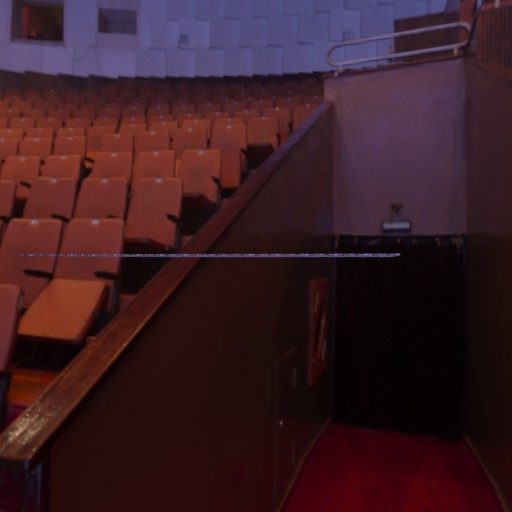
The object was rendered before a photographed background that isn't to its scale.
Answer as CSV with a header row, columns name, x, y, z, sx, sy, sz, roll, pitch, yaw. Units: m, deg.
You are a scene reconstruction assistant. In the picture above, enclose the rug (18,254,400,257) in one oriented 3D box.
name,x,y,z,sx,sy,sz,roll,pitch,yaw
rug,0.000,0.000,4.076,2.437,0.010,3.056,0,0,16
